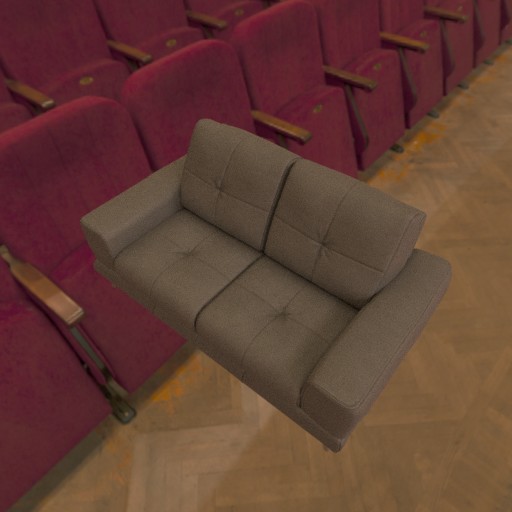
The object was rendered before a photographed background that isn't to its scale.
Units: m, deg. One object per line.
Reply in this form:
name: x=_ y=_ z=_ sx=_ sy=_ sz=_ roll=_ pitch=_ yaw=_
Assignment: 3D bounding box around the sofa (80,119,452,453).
sofa: x=0.000 y=0.000 z=2.400 sx=1.806 sy=0.907 sz=1.018 roll=31 pitch=54 yaw=26
